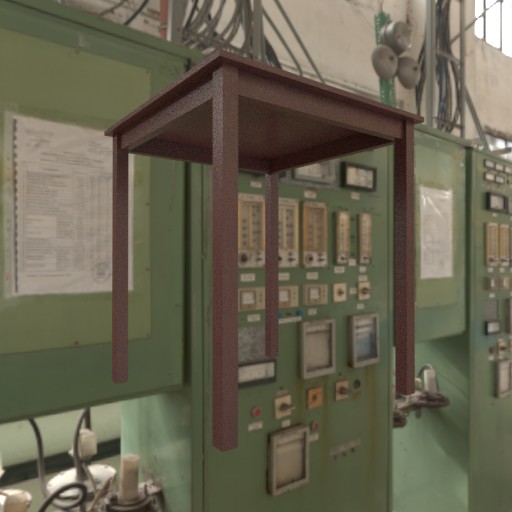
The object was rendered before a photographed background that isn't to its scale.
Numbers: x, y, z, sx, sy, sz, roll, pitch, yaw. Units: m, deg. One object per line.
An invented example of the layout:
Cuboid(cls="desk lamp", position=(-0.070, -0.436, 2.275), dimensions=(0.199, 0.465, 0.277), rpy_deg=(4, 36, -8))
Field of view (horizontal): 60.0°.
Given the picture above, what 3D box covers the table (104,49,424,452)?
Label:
Cuboid(cls="table", position=(0.000, 0.000, 1.668), dimensions=(0.861, 0.991, 0.861), rpy_deg=(0, -1, -37))
